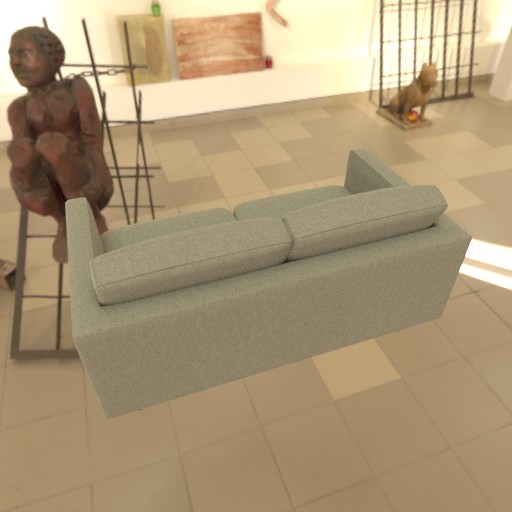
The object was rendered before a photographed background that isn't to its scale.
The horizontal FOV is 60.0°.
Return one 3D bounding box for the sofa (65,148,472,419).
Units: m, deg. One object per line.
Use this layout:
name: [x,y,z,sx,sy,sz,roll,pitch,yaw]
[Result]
sofa: [0.000,0.000,2.305,1.731,0.900,1.000,-13,42,-15]
